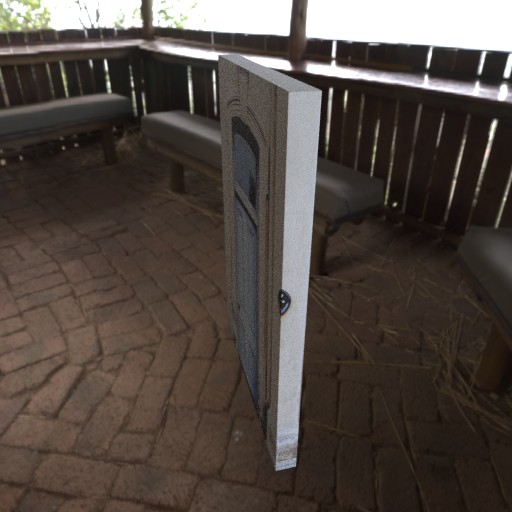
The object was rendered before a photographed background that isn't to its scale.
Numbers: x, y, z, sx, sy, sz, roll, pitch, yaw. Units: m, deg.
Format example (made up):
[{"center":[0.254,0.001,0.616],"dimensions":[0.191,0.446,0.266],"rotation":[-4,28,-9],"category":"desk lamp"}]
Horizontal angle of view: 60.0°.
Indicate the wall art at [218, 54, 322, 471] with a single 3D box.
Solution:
[{"center":[0.000,0.000,0.772],"dimensions":[0.036,0.607,0.403],"rotation":[-7,30,-13],"category":"wall art"}]
